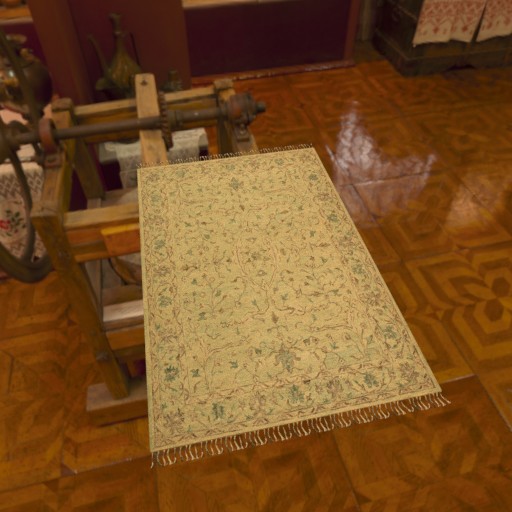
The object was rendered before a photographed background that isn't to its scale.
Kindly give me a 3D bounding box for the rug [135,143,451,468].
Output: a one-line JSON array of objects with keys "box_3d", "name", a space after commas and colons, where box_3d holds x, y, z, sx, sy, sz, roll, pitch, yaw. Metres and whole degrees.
[{"box_3d": [0.000, 0.000, 2.970, 1.544, 0.010, 2.435, -9, 48, -8], "name": "rug"}]
